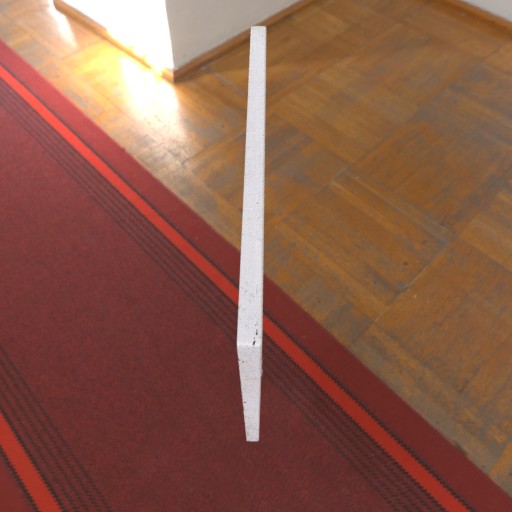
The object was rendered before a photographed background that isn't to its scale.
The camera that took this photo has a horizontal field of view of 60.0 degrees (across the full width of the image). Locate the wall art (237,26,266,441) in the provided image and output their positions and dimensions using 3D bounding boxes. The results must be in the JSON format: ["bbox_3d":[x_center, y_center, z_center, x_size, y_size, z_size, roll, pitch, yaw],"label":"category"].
[{"bbox_3d":[0.000,0.000,1.128,0.038,0.762,0.762,1,58,1],"label":"wall art"}]
